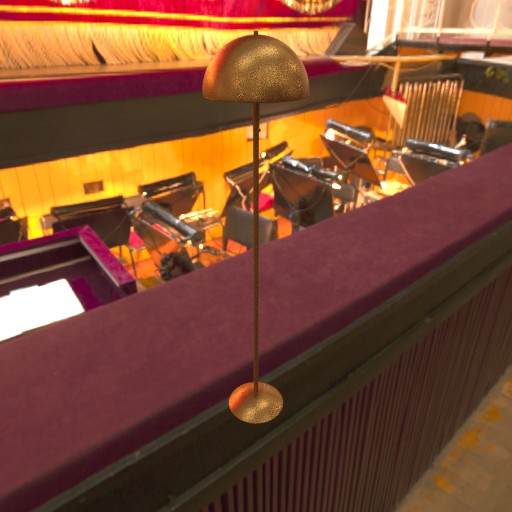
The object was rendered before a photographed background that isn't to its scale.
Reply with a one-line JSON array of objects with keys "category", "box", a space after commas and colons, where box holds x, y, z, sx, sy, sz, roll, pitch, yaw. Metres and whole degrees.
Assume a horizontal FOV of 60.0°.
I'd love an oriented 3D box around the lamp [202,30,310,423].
[{"category": "lamp", "box": [0.000, 0.000, 1.633, 0.328, 1.480, 0.328, -20, 34, -33]}]
